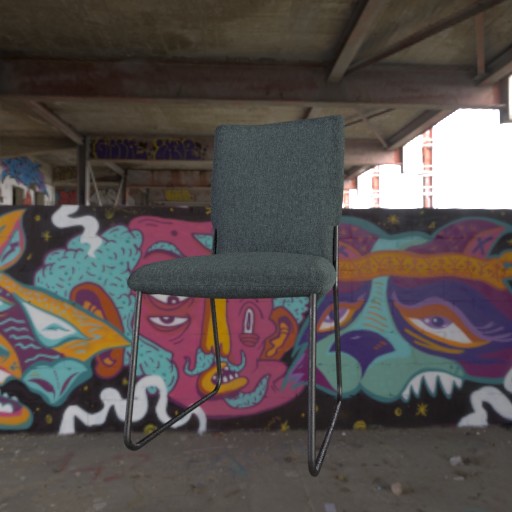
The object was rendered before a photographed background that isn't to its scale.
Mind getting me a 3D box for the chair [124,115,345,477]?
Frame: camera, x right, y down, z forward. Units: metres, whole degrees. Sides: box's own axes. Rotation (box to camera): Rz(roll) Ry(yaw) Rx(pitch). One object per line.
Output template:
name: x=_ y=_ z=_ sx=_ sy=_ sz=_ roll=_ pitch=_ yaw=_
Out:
chair: x=0.000 y=0.000 z=1.256 sx=0.480 sy=0.931 sz=0.635 roll=0 pitch=-1 yaw=17
